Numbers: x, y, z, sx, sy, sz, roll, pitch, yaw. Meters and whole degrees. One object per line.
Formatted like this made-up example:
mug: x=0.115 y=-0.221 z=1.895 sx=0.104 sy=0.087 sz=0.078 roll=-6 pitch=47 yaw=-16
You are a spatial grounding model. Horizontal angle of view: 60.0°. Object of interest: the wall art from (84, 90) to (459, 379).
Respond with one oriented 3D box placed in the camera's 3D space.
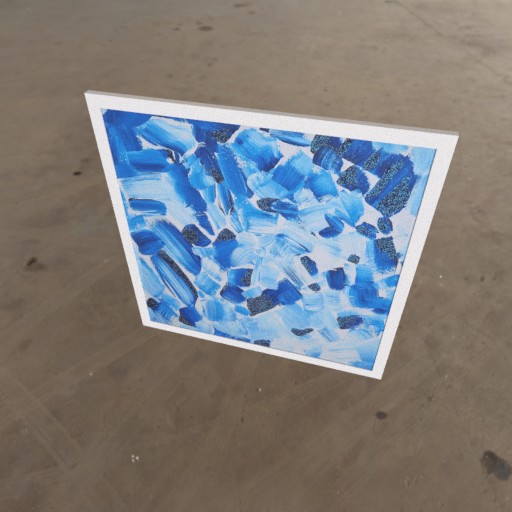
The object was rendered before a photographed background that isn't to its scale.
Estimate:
wall art: x=0.000 y=0.000 z=0.979 sx=0.660 sy=0.660 sz=0.015 roll=10 pitch=42 yaw=12
